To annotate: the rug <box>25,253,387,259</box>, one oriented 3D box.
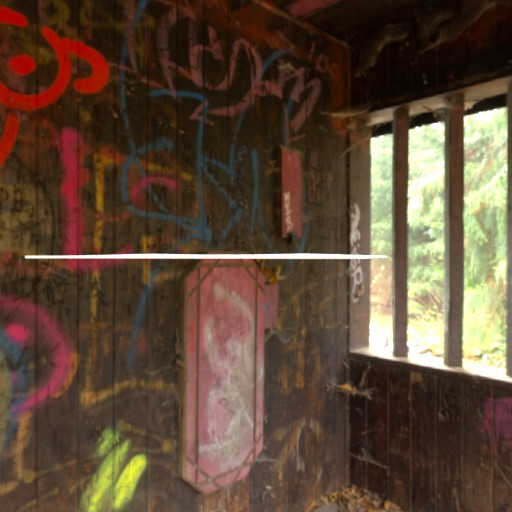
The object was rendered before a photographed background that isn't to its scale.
[{"bbox_3d":[0.000,0.000,3.155,1.706,0.026,2.438,0,0,19],"label":"rug"}]
